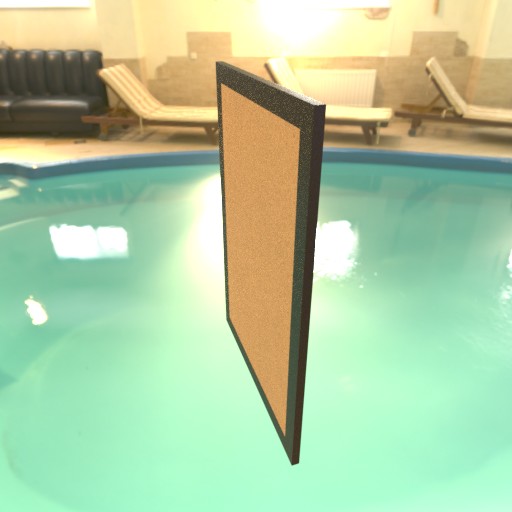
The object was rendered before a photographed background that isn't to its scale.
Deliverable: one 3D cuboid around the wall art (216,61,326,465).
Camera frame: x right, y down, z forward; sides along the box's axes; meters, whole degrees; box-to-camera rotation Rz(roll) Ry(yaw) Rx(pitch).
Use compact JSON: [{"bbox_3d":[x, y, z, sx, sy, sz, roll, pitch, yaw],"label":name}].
[{"bbox_3d":[0.000,0.000,0.706,0.013,0.534,0.381,-9,31,-16],"label":"wall art"}]
